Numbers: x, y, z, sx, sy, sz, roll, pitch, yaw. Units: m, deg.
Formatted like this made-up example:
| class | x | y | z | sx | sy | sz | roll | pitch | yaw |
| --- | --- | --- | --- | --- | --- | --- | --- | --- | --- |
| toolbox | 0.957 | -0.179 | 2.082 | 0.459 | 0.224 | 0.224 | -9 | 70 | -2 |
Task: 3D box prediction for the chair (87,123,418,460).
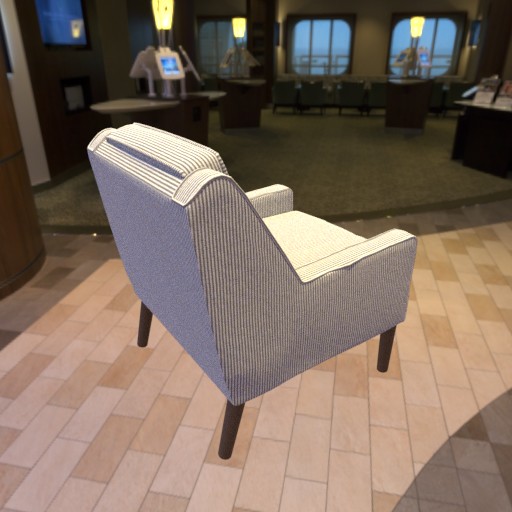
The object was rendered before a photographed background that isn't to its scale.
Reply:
| class | x | y | z | sx | sy | sz | roll | pitch | yaw |
| --- | --- | --- | --- | --- | --- | --- | --- | --- | --- |
| chair | 0.000 | 0.000 | 1.363 | 0.743 | 0.792 | 0.663 | -16 | 30 | -31 |
